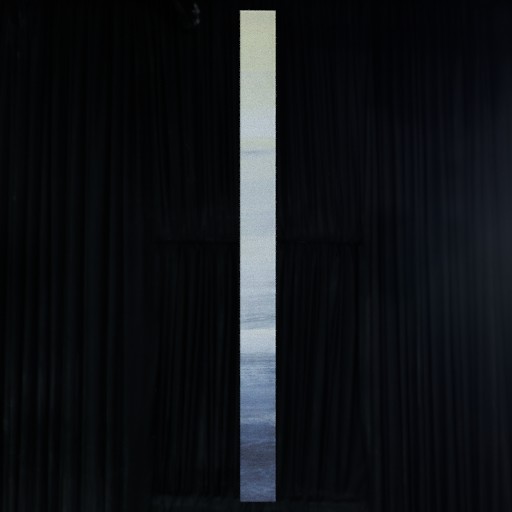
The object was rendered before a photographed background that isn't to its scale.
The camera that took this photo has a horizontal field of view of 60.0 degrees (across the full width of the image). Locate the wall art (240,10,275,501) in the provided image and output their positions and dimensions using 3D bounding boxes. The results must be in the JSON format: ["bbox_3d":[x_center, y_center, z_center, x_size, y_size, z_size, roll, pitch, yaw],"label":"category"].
[{"bbox_3d":[0.000,0.000,0.679,0.037,0.511,0.435,0,0,-1],"label":"wall art"}]
